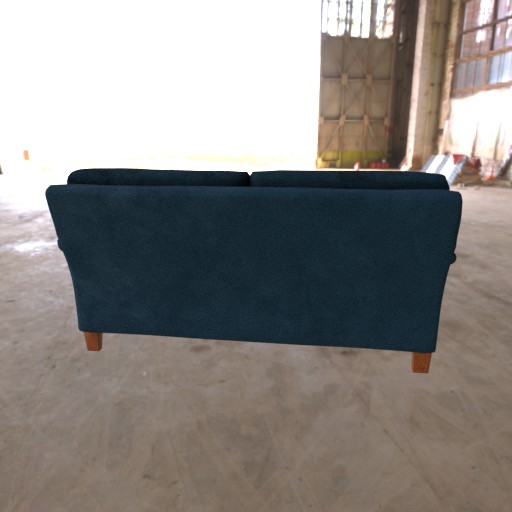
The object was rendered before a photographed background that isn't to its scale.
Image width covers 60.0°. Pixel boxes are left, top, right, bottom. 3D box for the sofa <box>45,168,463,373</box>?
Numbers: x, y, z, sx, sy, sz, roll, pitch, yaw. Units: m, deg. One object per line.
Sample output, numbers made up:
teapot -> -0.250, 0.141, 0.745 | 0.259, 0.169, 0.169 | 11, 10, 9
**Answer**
sofa -> 0.000, 0.000, 2.758 | 2.141, 1.101, 1.084 | 2, 15, 7
